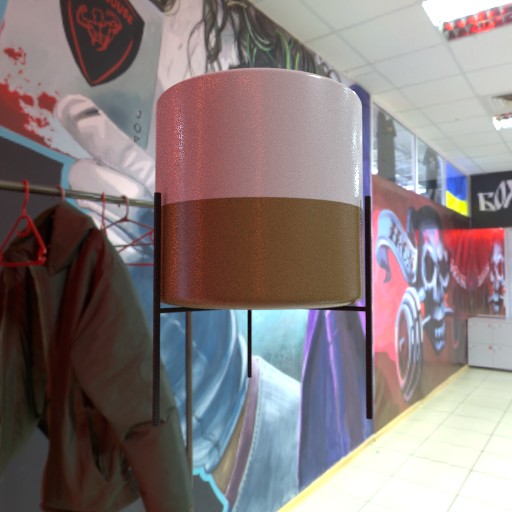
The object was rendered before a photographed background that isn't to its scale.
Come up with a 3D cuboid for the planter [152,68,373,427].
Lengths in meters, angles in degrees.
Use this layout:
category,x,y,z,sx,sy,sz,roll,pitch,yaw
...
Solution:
category,x,y,z,sx,sy,sz,roll,pitch,yaw
planter,0.000,0.000,0.658,0.310,0.432,0.310,1,-2,-20
